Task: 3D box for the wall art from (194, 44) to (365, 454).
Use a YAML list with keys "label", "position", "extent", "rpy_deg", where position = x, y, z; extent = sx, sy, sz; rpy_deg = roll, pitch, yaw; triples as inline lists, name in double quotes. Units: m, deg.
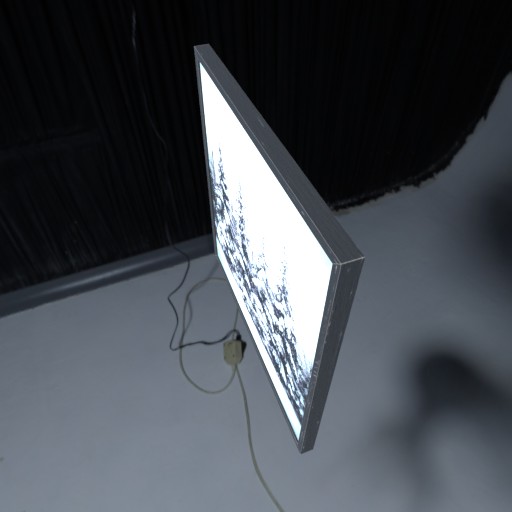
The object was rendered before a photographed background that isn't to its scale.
- label: "wall art"
  position: [0.000, 0.000, 1.132]
  extent: [0.037, 0.761, 0.761]
  rpy_deg: [-16, 50, -14]
